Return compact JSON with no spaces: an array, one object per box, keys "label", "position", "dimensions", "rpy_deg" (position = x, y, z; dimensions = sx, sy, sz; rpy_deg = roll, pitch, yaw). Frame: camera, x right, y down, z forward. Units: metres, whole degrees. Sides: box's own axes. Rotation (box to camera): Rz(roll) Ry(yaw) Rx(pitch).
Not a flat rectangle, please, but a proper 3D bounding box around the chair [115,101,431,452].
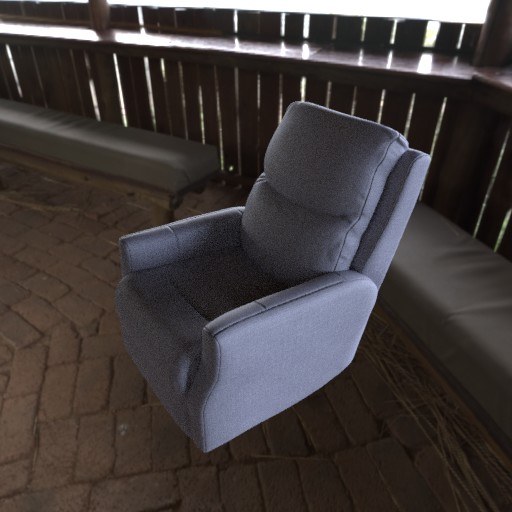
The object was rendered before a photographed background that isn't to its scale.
[{"label":"chair","position":[0.000,0.000,1.799],"dimensions":[1.080,1.030,0.829],"rpy_deg":[-22,39,-30]}]
